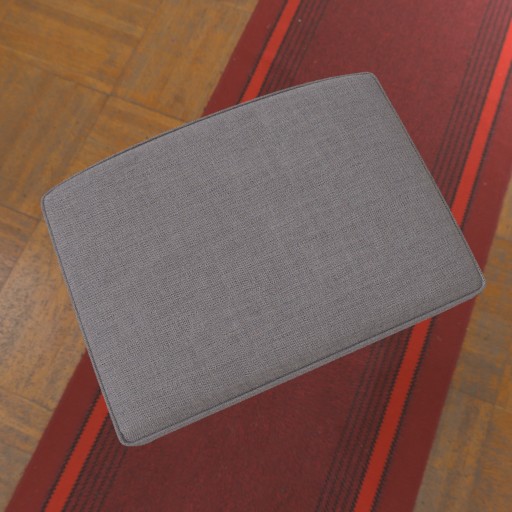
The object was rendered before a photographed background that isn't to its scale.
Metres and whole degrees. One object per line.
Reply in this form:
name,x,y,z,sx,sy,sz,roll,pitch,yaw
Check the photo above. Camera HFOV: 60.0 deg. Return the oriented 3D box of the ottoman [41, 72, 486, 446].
ottoman,0.000,0.000,1.026,0.750,0.458,0.555,-22,77,-5
